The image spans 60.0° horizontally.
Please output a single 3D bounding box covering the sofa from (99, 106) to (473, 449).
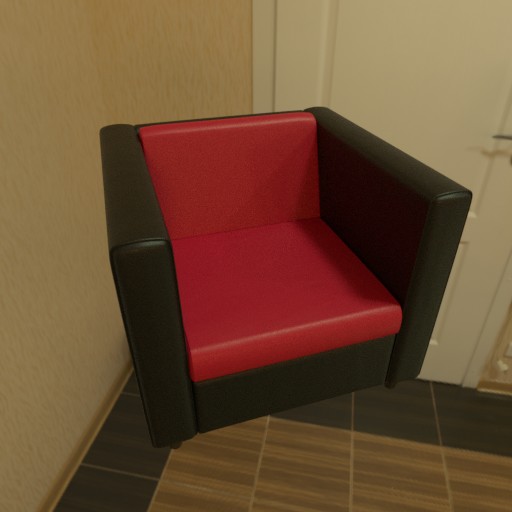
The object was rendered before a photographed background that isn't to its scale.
[{"bbox_3d":[0.000,0.000,1.434,0.839,0.724,0.809,-10,34,-15],"label":"sofa"}]
